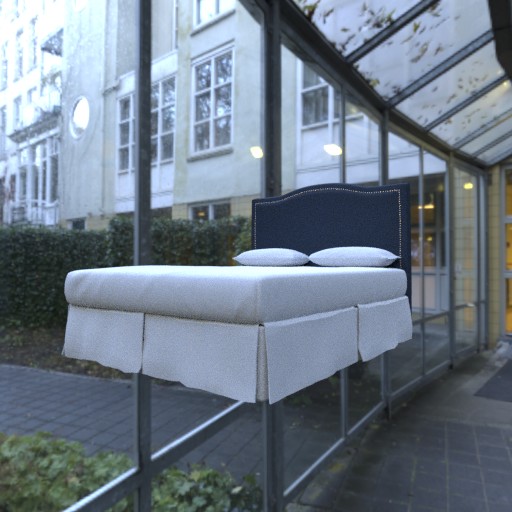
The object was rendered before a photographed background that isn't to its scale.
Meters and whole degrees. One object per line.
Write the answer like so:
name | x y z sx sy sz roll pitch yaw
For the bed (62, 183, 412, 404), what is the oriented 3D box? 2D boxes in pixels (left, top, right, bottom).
bed | 0.000 0.000 3.487 1.821 1.436 2.282 0 -1 37
